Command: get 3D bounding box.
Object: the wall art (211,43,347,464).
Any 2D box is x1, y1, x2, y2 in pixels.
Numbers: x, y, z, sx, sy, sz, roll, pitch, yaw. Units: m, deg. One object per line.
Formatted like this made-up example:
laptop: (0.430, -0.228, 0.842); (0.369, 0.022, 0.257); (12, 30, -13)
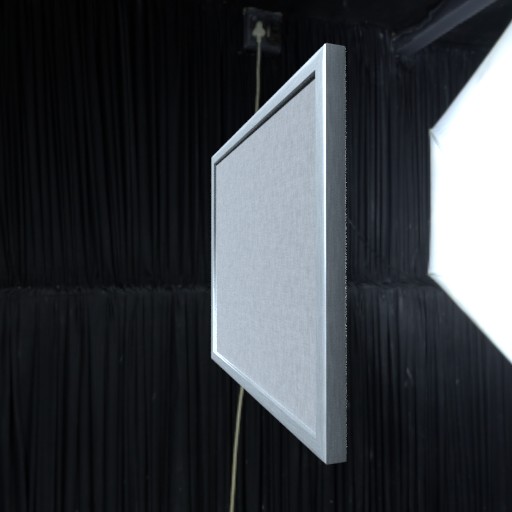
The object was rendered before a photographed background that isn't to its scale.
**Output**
wall art: (0.000, 0.000, 0.747); (0.028, 0.457, 0.556); (0, -1, -19)
